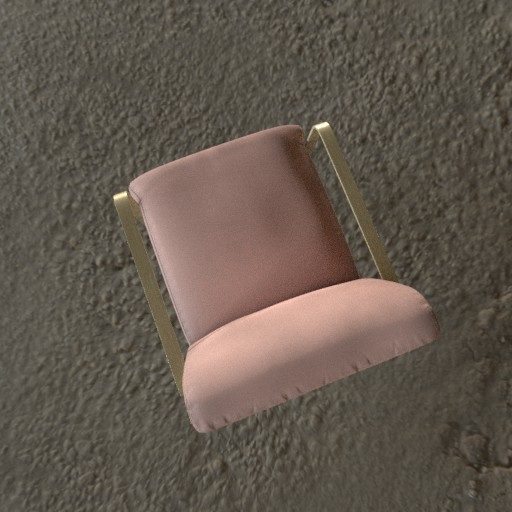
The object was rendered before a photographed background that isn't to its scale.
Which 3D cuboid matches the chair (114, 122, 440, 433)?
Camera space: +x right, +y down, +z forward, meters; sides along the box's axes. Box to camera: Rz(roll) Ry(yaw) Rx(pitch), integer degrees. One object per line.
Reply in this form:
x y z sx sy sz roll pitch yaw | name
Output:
0.000 0.000 1.462 0.701 0.823 0.848 -20 77 -5 | chair
